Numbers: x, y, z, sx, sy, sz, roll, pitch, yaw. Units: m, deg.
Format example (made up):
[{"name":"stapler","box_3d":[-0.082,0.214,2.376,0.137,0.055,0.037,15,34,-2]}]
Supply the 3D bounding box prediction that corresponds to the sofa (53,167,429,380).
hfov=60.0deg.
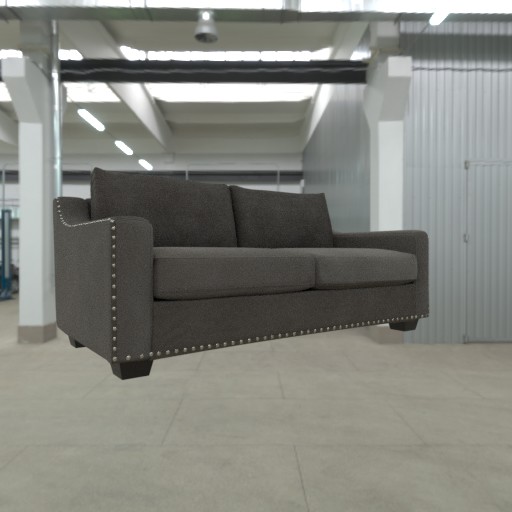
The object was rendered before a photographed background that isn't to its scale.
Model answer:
[{"name":"sofa","box_3d":[0.000,0.000,3.304,2.550,1.196,1.336,0,1,-36]}]
